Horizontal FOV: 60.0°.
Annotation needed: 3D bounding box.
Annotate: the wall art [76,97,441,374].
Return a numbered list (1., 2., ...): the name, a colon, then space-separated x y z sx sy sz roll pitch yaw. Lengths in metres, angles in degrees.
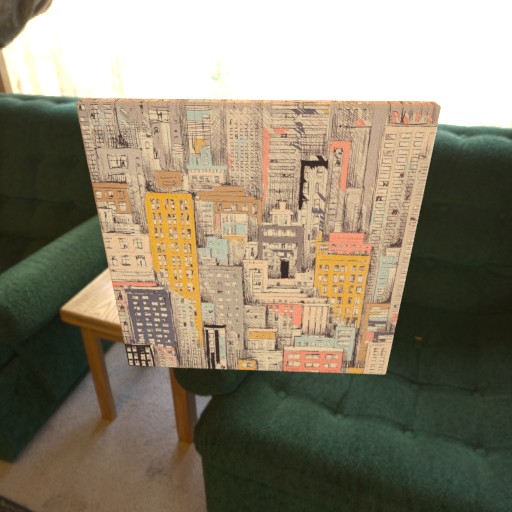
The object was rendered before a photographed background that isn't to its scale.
1. wall art: 0.000 0.000 0.903 0.607 0.608 0.038 1 31 2
